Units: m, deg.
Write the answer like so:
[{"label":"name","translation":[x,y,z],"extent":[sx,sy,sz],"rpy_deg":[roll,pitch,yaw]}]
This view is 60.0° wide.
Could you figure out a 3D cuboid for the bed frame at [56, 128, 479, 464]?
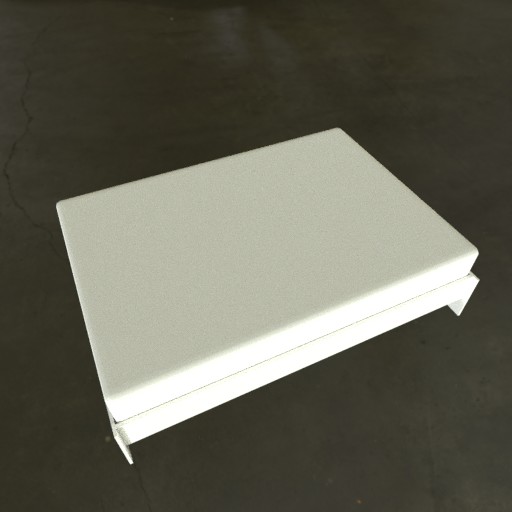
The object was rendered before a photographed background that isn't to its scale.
[{"label":"bed frame","translation":[0.000,0.000,2.569],"extent":[1.945,0.497,1.445],"rpy_deg":[-19,49,-17]}]
